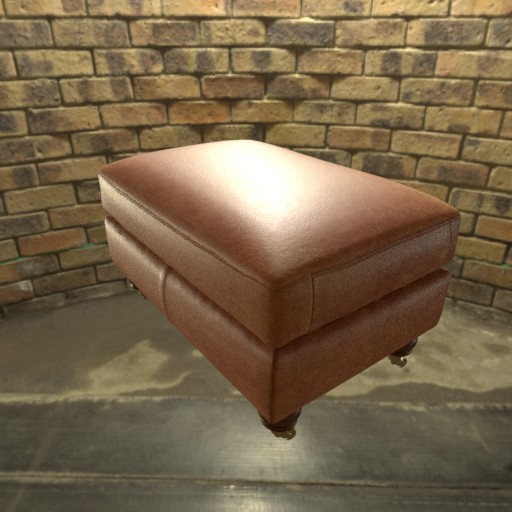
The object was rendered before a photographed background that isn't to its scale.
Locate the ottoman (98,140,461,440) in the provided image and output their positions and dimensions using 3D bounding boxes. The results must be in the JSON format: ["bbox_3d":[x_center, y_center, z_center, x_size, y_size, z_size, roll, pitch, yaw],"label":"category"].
[{"bbox_3d":[0.000,0.000,1.199,0.565,0.507,0.852,-19,32,-32],"label":"ottoman"}]
